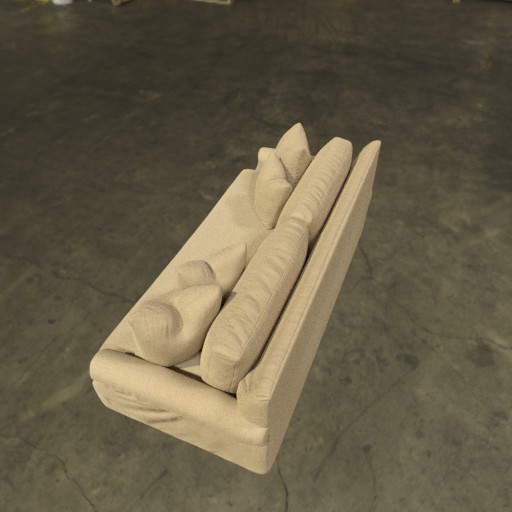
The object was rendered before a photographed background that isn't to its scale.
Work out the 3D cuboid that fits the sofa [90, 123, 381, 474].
[{"bbox_3d":[0.000,0.000,2.828,1.067,0.904,2.285,16,46,16],"label":"sofa"}]
